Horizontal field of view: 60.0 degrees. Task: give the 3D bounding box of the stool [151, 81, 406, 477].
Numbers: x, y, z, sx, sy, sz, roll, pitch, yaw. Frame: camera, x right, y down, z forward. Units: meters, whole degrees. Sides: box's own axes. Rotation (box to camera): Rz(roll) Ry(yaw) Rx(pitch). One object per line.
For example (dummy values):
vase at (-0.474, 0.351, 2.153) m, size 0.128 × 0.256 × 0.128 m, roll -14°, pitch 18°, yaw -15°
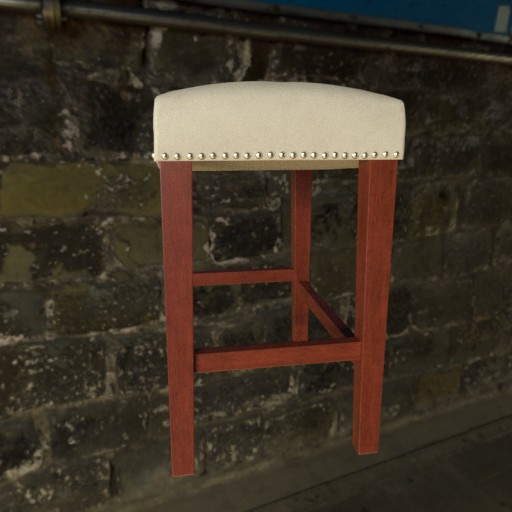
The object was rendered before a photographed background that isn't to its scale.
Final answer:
stool at (0.000, 0.000, 0.925) m, size 0.375 × 0.632 × 0.509 m, roll -2°, pitch 15°, yaw -9°
